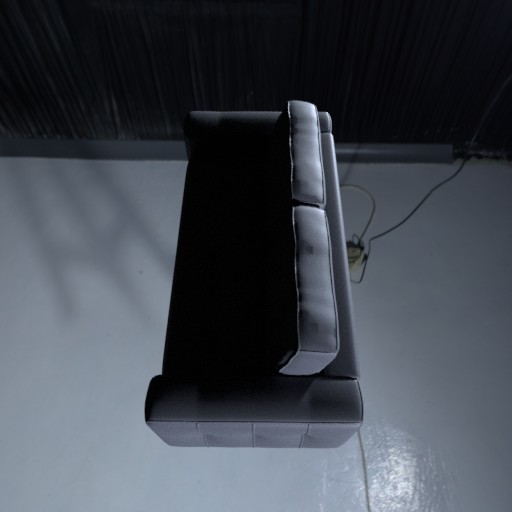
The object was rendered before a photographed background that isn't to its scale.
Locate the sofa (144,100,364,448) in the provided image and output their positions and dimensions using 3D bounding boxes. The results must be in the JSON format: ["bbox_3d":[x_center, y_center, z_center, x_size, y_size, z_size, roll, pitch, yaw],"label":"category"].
[{"bbox_3d":[0.000,0.000,2.225,0.833,0.893,1.726,0,58,0],"label":"sofa"}]
